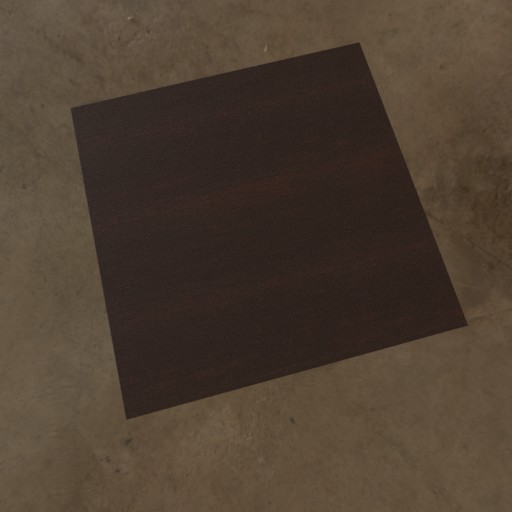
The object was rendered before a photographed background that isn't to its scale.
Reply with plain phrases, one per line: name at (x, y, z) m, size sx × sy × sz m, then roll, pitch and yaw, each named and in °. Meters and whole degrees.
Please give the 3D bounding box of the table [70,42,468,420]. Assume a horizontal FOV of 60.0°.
table at (0.000, 0.000, 0.947) m, size 0.495 × 0.559 × 0.495 m, roll -14°, pitch 76°, yaw -4°
